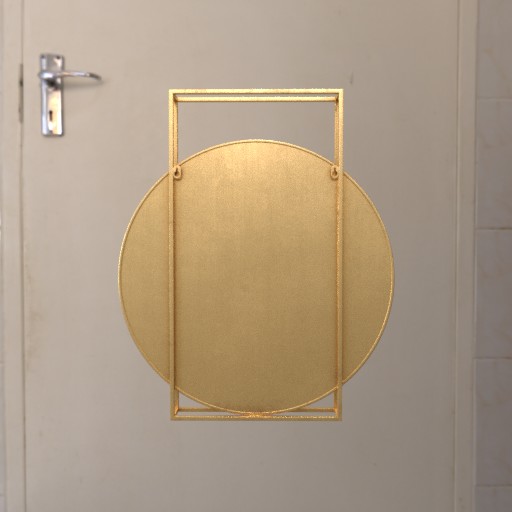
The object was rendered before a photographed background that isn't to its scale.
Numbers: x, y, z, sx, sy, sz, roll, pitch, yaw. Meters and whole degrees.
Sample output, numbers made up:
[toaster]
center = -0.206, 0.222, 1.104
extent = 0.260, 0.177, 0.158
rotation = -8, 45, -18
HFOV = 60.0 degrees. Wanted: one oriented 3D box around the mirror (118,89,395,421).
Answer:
[mirror]
center = 0.000, 0.000, 0.831
extent = 0.508, 0.603, 0.051
rotation = 0, 1, 0
